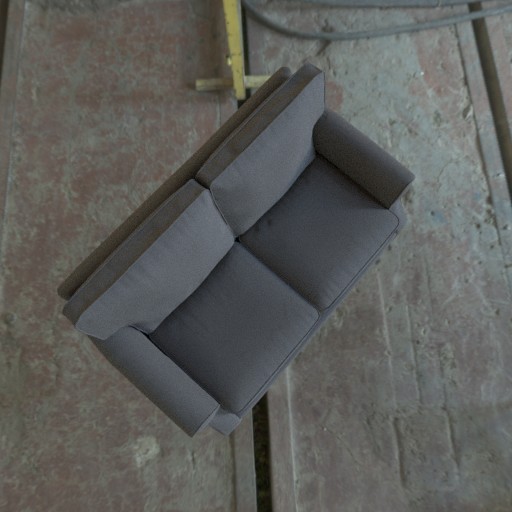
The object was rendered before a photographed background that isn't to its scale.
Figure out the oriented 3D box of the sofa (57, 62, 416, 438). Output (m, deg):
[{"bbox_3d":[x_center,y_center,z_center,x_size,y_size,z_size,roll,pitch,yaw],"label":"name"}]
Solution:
[{"bbox_3d":[0.000,0.000,2.239,0.964,0.937,1.665,41,79,10],"label":"sofa"}]
